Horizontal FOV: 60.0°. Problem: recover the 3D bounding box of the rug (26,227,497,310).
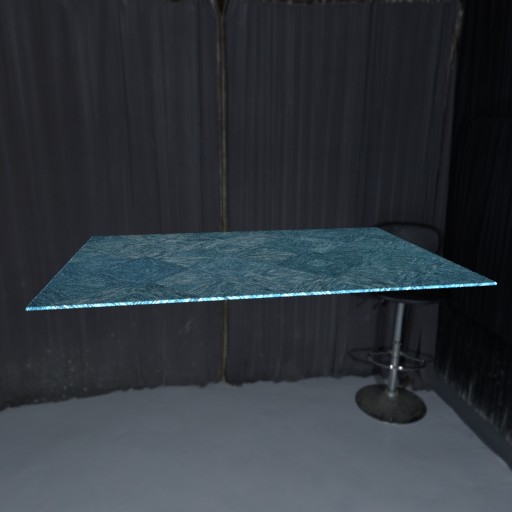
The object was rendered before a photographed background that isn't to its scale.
[{"bbox_3d":[0.000,0.000,2.819,2.277,0.015,1.490,-2,15,-9],"label":"rug"}]
